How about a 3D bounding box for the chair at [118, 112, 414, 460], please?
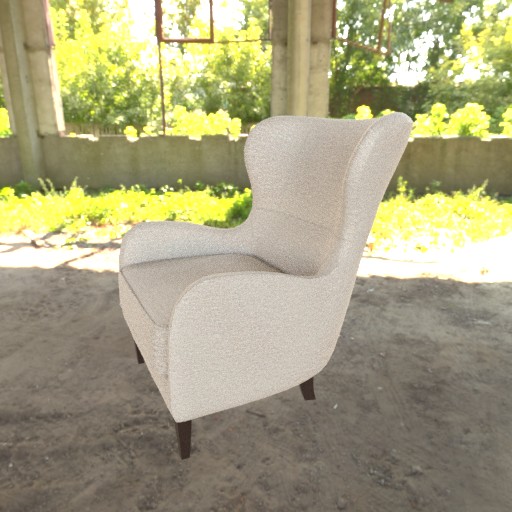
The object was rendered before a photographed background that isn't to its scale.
[{"bbox_3d":[0.000,0.000,1.736,0.984,1.064,0.861,-8,18,-25],"label":"chair"}]
